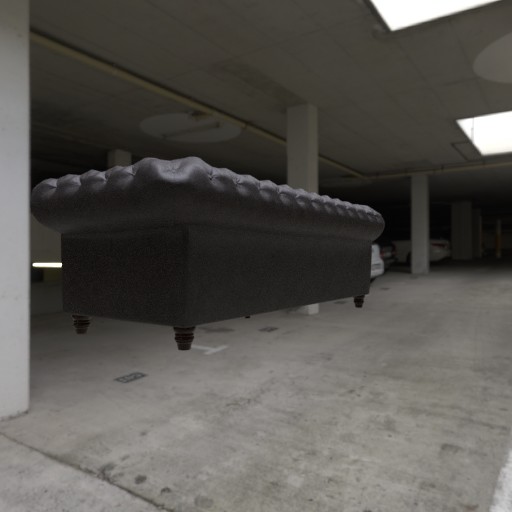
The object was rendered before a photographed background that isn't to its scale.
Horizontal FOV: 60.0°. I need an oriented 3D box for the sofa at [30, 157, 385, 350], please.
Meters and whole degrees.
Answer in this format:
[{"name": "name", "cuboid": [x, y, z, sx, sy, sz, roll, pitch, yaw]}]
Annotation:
[{"name": "sofa", "cuboid": [0.000, 0.000, 2.763, 0.944, 0.783, 2.385, 0, -1, 34]}]
